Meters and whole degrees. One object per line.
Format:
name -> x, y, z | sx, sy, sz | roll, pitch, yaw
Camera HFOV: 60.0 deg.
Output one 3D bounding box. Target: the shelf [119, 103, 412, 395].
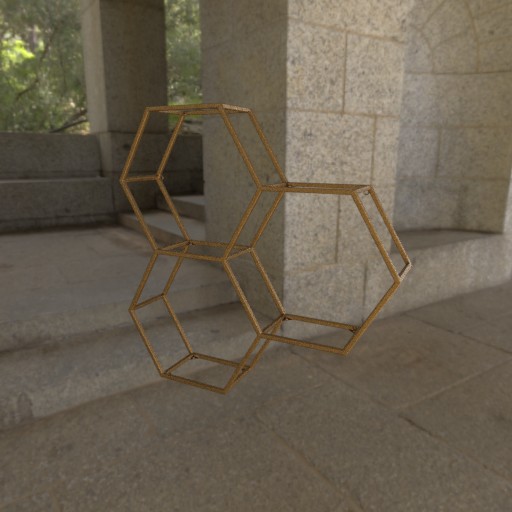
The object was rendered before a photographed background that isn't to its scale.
shelf -> 0.000, 0.000, 1.081 | 0.708, 0.701, 0.150 | 7, 15, 26
